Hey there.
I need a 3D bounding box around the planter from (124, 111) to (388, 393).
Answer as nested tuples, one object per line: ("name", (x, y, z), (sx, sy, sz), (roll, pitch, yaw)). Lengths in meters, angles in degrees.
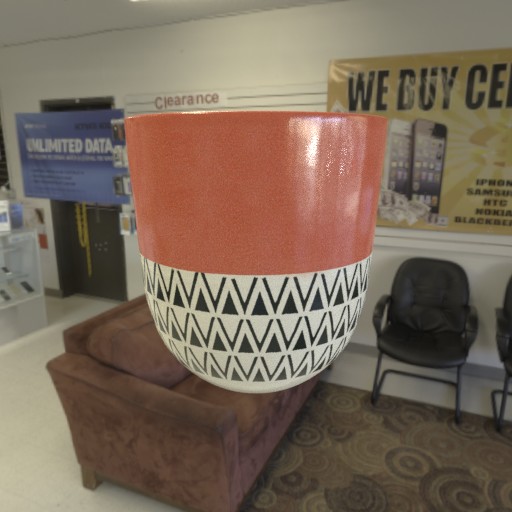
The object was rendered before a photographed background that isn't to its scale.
("planter", (0.000, 0.000, 0.366), (0.195, 0.214, 0.195), (0, 14, 0))
